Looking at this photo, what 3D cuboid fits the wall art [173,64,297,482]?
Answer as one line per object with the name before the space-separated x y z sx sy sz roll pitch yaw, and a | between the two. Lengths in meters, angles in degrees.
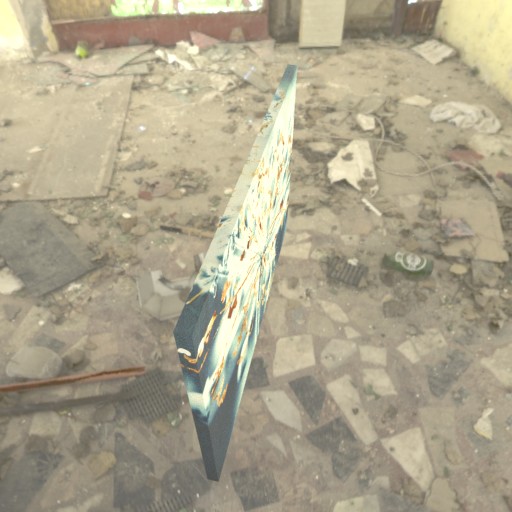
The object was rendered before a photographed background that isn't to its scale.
wall art | 0.000 0.000 1.422 0.035 0.759 1.138 9 47 9
